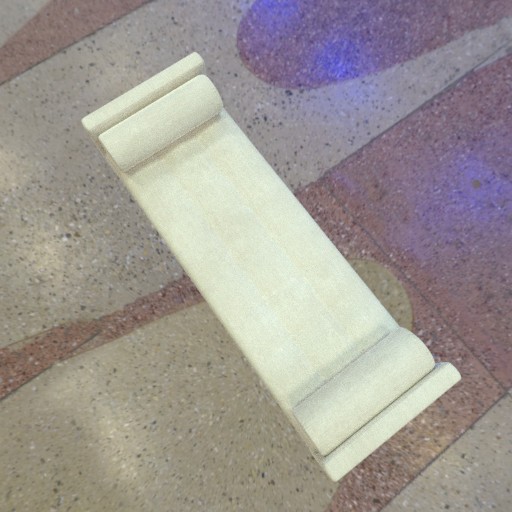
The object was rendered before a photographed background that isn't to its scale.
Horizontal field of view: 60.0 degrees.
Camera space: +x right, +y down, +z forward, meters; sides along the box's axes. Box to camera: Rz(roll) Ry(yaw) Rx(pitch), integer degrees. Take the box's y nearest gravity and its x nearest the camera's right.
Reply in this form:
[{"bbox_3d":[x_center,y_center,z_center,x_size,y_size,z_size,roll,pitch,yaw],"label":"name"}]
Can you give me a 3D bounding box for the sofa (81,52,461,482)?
[{"bbox_3d":[0.000,0.000,2.272,0.686,0.635,1.981,-35,77,-9],"label":"sofa"}]
